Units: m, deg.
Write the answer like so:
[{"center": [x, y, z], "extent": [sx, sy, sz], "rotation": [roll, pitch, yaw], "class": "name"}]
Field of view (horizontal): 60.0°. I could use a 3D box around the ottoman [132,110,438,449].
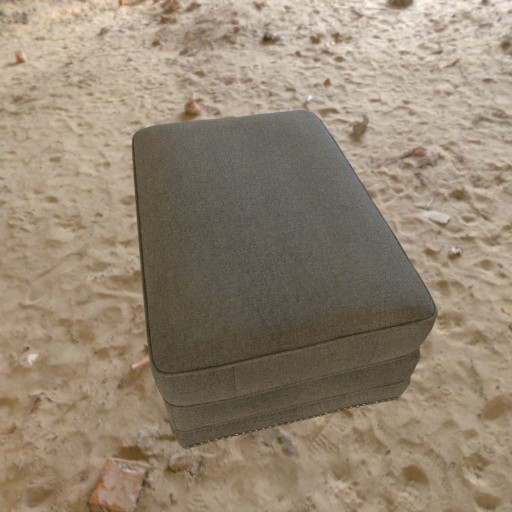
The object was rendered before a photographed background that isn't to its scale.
[{"center": [0.000, 0.000, 1.158], "extent": [0.561, 0.457, 0.813], "rotation": [-10, 46, -9], "class": "ottoman"}]
